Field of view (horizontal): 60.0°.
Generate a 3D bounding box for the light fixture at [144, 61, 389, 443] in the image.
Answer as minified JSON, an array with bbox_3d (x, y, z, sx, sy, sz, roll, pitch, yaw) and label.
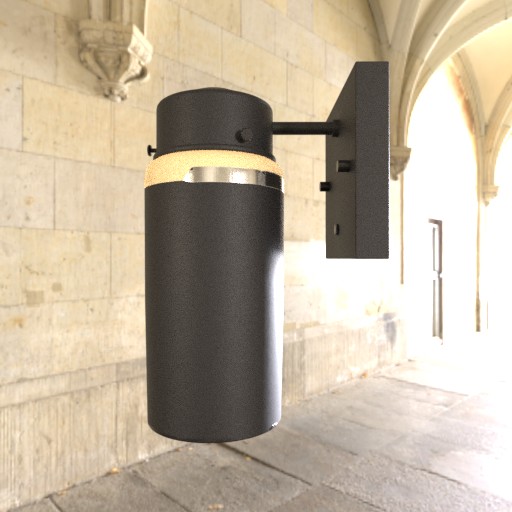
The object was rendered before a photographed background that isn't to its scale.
[{"bbox_3d":[0.000,0.000,0.355,0.176,0.257,0.130,0,0,0],"label":"light fixture"}]
